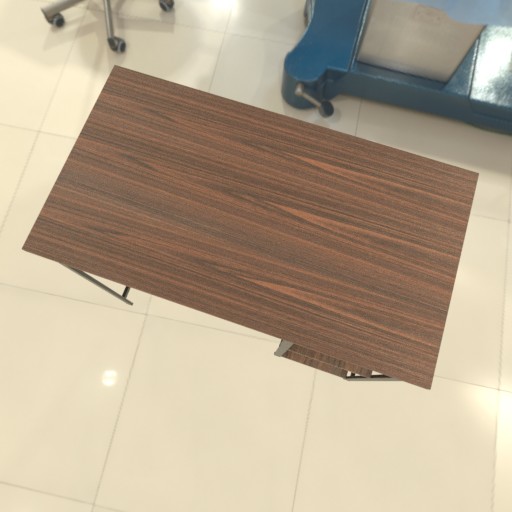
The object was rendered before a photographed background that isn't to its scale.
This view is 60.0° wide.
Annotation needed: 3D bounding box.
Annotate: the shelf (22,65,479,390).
[{"bbox_3d":[0.000,0.000,1.343,0.902,0.750,0.498,18,75,5],"label":"shelf"}]
